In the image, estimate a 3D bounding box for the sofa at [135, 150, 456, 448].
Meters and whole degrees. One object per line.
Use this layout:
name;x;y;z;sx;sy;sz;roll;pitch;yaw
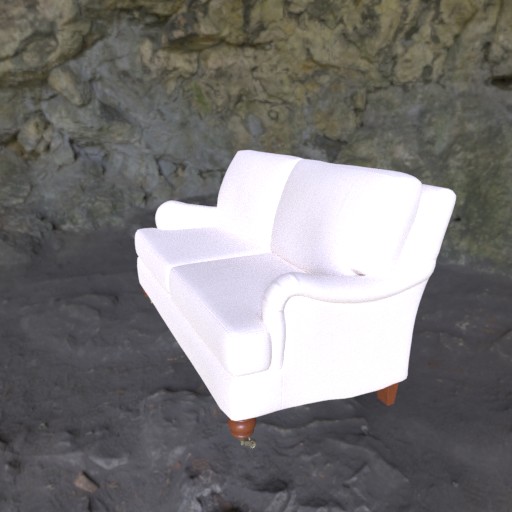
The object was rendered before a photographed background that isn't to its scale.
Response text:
sofa;0.000;0.000;2.571;1.084;1.101;1.853;-8;19;-24
